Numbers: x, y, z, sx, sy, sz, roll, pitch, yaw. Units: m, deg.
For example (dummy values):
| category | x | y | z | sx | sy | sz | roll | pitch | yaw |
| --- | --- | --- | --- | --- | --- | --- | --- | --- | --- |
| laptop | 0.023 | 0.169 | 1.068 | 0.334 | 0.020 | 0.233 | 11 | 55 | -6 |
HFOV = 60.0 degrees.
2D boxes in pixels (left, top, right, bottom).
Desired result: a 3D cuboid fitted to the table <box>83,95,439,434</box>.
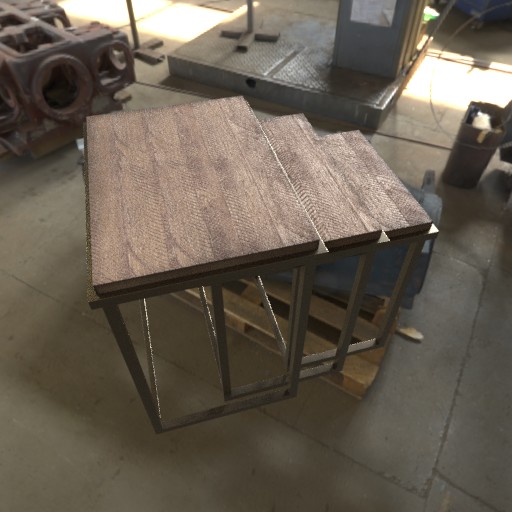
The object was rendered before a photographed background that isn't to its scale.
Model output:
| category | x | y | z | sx | sy | sz | roll | pitch | yaw |
| --- | --- | --- | --- | --- | --- | --- | --- | --- | --- |
| table | 0.000 | 0.000 | 1.154 | 0.706 | 0.610 | 0.559 | -12 | 48 | -11 |
